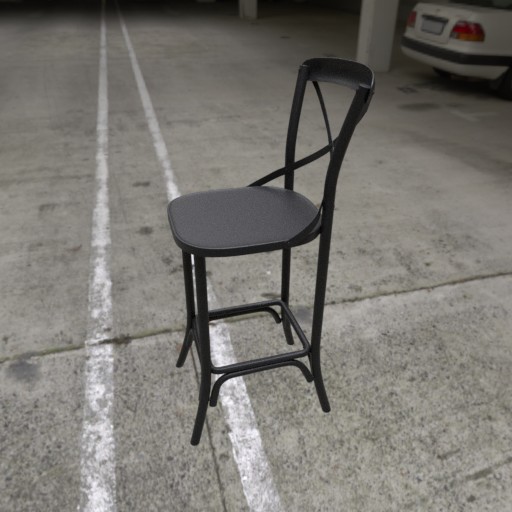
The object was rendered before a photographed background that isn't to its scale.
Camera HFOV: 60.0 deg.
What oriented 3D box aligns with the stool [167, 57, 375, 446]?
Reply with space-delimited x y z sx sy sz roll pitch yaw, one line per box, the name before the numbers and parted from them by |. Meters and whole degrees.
stool | 0.000 0.000 1.463 0.584 1.168 0.457 -8 31 -14
